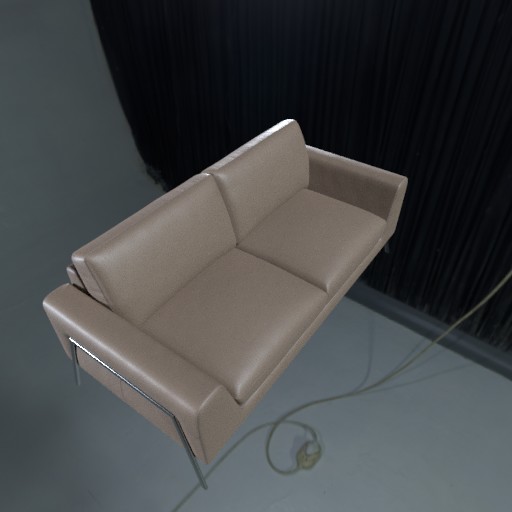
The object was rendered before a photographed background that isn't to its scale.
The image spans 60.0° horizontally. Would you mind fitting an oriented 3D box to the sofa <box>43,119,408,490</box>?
[{"bbox_3d":[0.000,0.000,2.501,0.953,0.875,2.017,26,47,26],"label":"sofa"}]
